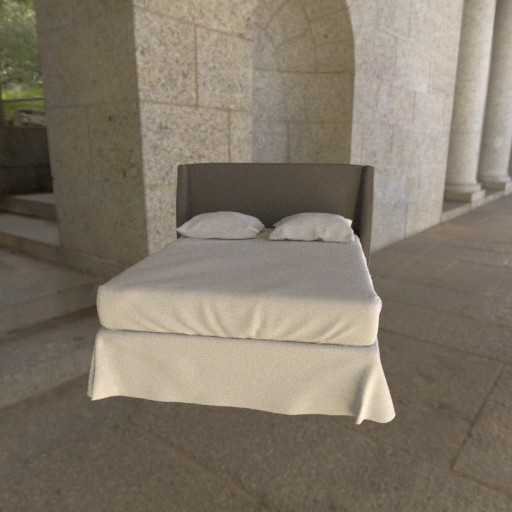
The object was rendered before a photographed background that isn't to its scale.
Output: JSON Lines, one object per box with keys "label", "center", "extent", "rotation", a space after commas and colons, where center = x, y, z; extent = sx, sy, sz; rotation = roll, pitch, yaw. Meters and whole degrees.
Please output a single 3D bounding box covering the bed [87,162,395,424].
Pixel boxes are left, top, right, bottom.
{"label": "bed", "center": [0.000, 0.000, 3.451], "extent": [1.925, 1.332, 2.276], "rotation": [2, 14, 9]}
